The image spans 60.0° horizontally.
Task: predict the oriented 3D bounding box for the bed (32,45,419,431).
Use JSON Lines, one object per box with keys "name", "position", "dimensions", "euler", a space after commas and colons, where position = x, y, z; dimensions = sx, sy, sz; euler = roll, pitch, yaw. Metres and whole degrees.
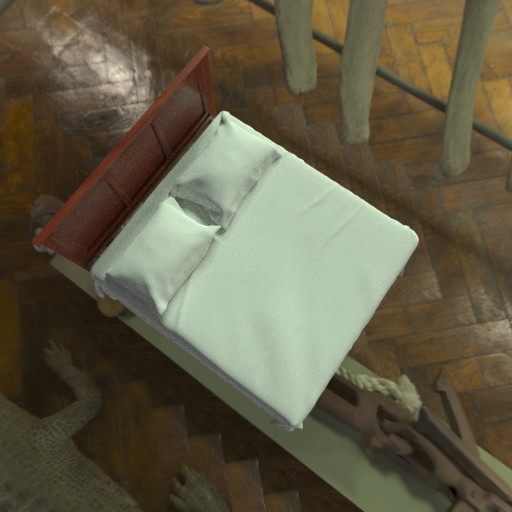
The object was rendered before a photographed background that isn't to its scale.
{"name": "bed", "position": [0.000, 0.000, 3.205], "dimensions": [2.050, 1.270, 1.870], "euler": [35, 78, 8]}
